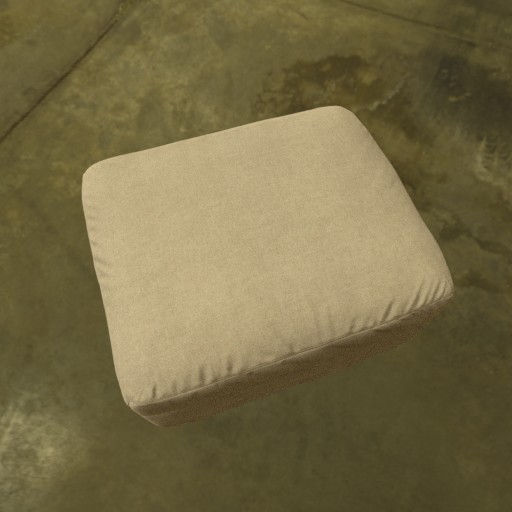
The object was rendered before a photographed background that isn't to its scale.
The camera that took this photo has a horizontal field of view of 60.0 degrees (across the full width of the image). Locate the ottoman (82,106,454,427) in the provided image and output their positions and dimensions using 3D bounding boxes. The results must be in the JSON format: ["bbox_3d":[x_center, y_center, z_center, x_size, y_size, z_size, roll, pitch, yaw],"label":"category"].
[{"bbox_3d":[0.000,0.000,1.244,0.837,0.481,0.683,-17,64,-8],"label":"ottoman"}]
